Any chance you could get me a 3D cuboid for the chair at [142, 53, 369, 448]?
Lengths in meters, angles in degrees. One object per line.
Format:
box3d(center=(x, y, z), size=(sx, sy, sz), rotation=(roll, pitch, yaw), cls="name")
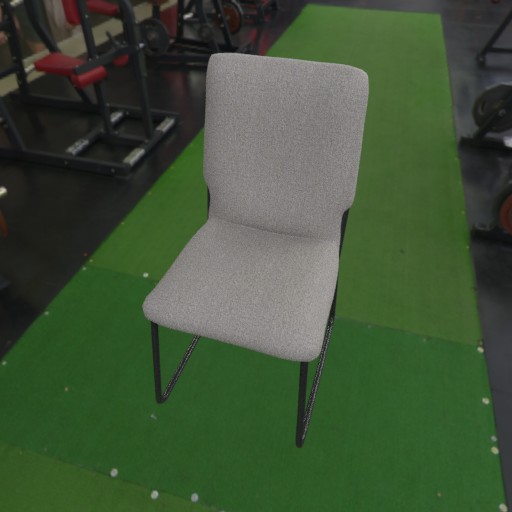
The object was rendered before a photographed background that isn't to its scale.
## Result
box3d(center=(0.000, 0.000, 1.177), size=(0.448, 0.864, 0.560), rotation=(12, 43, 14), cls="chair")
